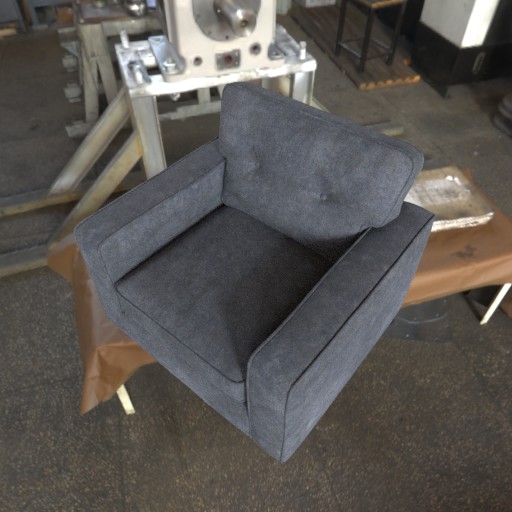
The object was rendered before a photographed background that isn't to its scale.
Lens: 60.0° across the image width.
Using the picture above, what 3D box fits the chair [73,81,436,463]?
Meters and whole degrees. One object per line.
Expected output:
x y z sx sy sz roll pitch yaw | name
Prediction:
0.000 0.000 1.738 1.015 0.965 0.939 31 54 26 | chair
